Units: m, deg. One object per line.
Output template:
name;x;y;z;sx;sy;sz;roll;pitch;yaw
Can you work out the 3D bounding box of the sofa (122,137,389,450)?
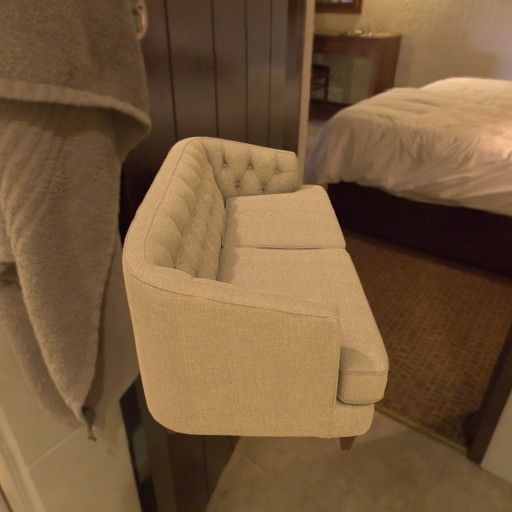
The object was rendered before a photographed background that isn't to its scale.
sofa;0.000;0.000;2.247;0.941;0.855;1.733;0;30;0
